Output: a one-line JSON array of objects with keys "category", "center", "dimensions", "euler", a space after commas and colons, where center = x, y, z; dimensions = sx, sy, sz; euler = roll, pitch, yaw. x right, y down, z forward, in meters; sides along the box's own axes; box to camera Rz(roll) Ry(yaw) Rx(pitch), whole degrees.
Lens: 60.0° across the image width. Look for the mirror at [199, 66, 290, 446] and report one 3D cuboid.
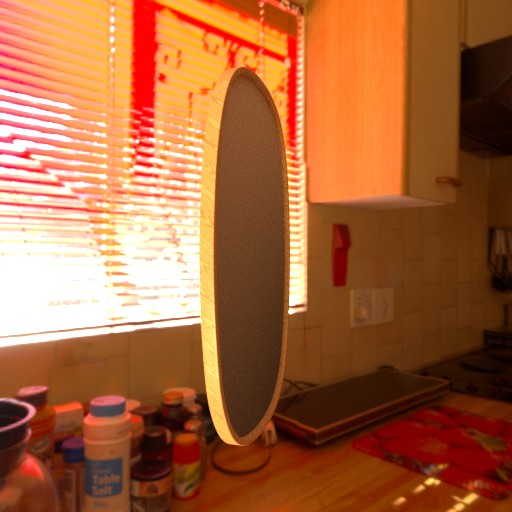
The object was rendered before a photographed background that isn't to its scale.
[{"category": "mirror", "center": [0.000, 0.000, 1.353], "dimensions": [0.037, 1.075, 0.724], "euler": [0, 0, 18]}]
